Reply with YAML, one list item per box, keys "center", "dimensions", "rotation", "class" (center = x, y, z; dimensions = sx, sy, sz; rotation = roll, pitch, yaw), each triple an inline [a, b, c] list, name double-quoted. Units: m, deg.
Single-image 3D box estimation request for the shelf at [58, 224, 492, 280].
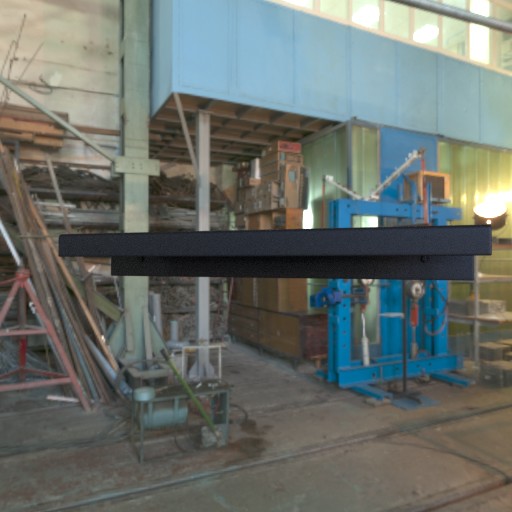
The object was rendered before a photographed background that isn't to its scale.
- center: [0.000, 0.000, 0.496]
  dimensions: [0.456, 0.053, 0.102]
  rotation: [0, -1, 18]
  class: "shelf"
